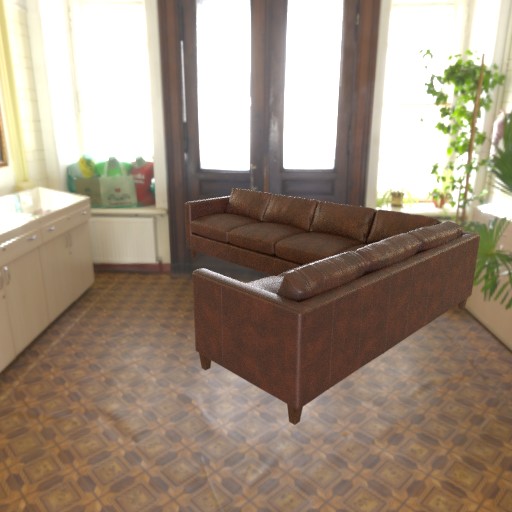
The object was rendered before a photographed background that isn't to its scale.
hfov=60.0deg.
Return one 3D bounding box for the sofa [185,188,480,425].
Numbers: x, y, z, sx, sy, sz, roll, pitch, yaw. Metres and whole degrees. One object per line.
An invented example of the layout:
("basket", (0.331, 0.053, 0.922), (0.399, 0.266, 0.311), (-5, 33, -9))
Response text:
("sofa", (0.000, 0.000, 4.206), (2.438, 0.836, 3.152), (-15, 22, -42))
